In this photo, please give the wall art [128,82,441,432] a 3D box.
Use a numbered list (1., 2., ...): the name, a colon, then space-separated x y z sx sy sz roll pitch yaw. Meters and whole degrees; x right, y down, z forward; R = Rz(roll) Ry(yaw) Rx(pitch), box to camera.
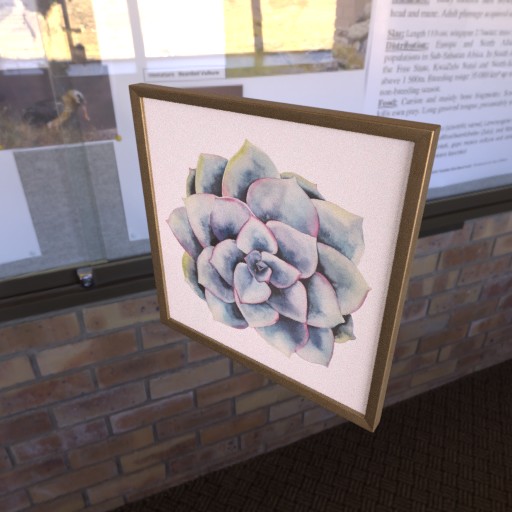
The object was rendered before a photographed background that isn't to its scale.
1. wall art: 0.000 0.000 0.753 0.503 0.506 0.030 20 36 30
